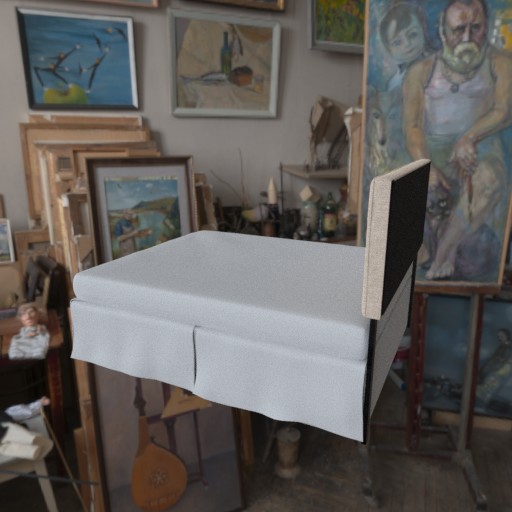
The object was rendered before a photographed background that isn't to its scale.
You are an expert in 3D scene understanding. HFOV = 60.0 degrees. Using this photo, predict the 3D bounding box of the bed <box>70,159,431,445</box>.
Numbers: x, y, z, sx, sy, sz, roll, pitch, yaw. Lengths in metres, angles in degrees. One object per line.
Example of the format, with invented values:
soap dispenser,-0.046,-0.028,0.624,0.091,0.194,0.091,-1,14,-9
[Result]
bed,0.000,0.000,3.031,1.978,1.270,1.643,7,17,25
